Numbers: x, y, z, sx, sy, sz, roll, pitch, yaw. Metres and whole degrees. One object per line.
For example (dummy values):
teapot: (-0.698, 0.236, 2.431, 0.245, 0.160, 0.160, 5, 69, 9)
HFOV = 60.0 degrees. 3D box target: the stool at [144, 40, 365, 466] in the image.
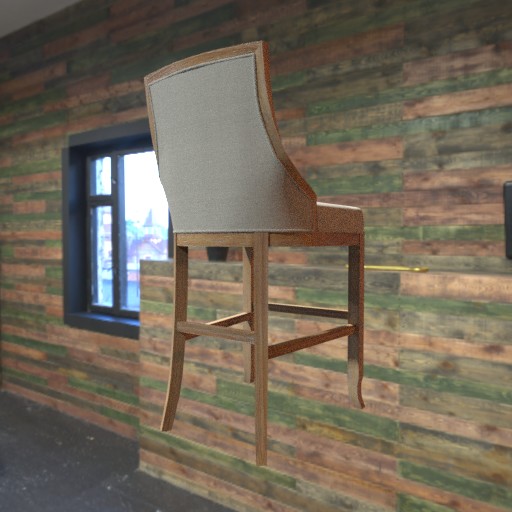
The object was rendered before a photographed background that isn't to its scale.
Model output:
stool: (0.000, 0.000, 1.471, 0.524, 1.101, 0.626, 1, 3, 35)
